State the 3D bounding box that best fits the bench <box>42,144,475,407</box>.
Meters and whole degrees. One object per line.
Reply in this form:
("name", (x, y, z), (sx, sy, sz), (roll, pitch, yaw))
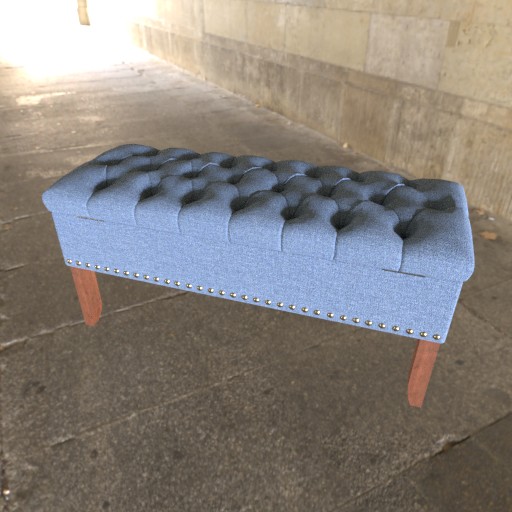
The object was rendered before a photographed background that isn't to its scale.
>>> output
("bench", (0.000, 0.000, 1.286), (1.052, 0.492, 0.417), (10, 34, 15))
